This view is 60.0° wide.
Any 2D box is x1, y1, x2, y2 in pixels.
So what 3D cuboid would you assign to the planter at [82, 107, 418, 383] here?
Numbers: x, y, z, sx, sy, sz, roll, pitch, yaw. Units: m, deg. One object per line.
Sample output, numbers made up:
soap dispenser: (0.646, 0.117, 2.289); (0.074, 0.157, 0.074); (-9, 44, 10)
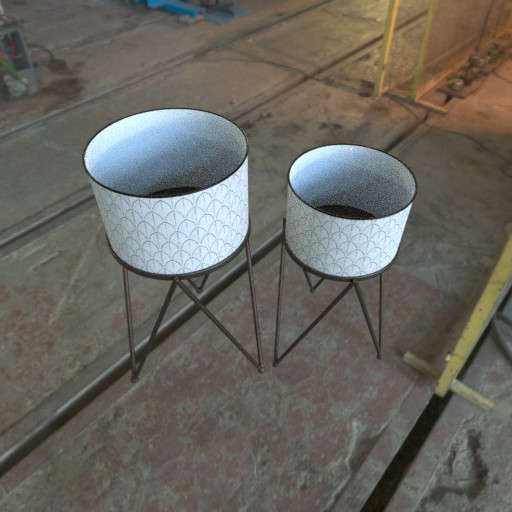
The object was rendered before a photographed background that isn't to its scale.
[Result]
planter: (0.000, 0.000, 1.178); (0.769, 0.712, 0.413); (-3, 45, -3)
